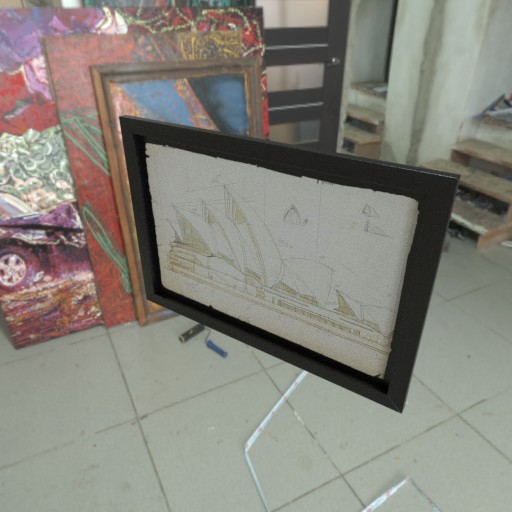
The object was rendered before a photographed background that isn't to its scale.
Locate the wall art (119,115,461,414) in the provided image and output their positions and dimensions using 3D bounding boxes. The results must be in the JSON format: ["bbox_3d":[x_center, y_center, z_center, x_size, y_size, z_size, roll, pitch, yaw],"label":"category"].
[{"bbox_3d":[0.000,0.000,0.581,0.440,0.306,0.013,18,35,28],"label":"wall art"}]
